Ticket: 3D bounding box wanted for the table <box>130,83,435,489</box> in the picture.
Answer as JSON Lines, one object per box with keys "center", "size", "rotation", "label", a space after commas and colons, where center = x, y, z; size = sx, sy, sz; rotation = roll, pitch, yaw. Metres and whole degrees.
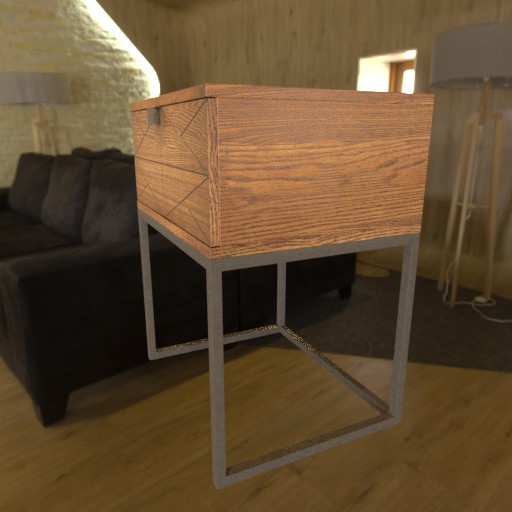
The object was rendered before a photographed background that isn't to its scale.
{"center": [0.000, 0.000, 0.914], "size": [0.400, 0.610, 0.482], "rotation": [-8, 17, -25], "label": "table"}
